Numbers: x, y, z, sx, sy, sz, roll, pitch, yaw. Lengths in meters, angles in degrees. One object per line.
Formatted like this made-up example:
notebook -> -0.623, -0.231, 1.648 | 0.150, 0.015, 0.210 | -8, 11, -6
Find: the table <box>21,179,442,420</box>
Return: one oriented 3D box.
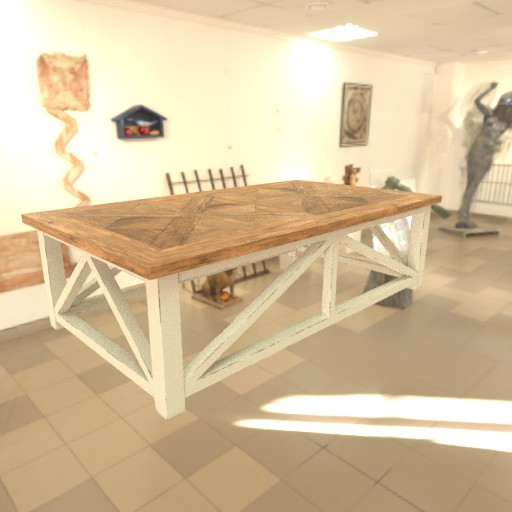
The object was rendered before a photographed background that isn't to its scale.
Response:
table -> 0.000, 0.000, 1.723 | 1.400, 0.410, 0.800 | -15, 22, -42
